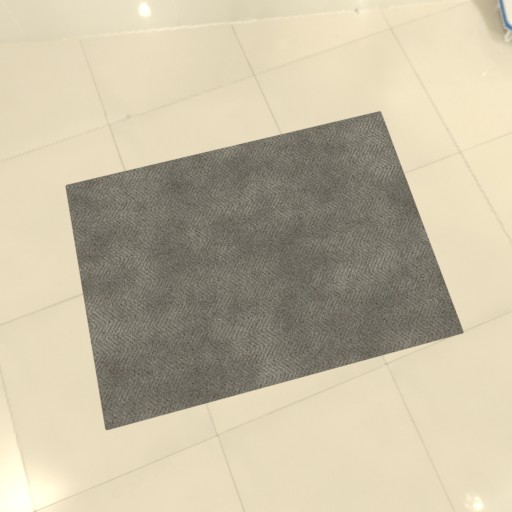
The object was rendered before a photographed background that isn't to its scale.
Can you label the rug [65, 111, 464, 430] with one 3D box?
[{"bbox_3d":[0.000,0.000,2.859,2.235,0.008,1.600,-14,76,-4],"label":"rug"}]
